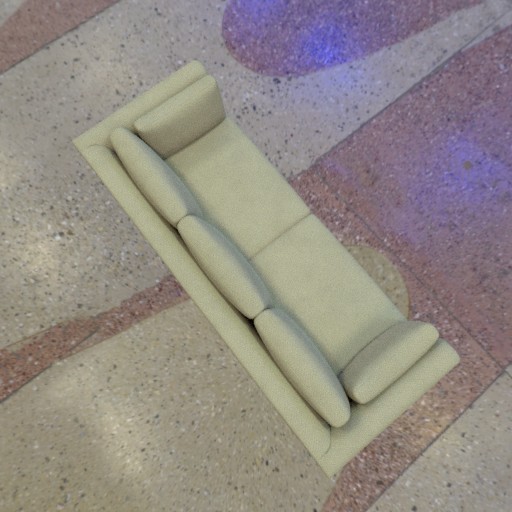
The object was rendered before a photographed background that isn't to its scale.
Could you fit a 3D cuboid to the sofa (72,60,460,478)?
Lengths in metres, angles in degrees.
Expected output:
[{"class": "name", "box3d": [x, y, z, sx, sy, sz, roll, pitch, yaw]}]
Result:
[{"class": "sofa", "box3d": [0.000, 0.000, 2.848, 0.969, 0.867, 2.415, -38, 79, -9]}]
